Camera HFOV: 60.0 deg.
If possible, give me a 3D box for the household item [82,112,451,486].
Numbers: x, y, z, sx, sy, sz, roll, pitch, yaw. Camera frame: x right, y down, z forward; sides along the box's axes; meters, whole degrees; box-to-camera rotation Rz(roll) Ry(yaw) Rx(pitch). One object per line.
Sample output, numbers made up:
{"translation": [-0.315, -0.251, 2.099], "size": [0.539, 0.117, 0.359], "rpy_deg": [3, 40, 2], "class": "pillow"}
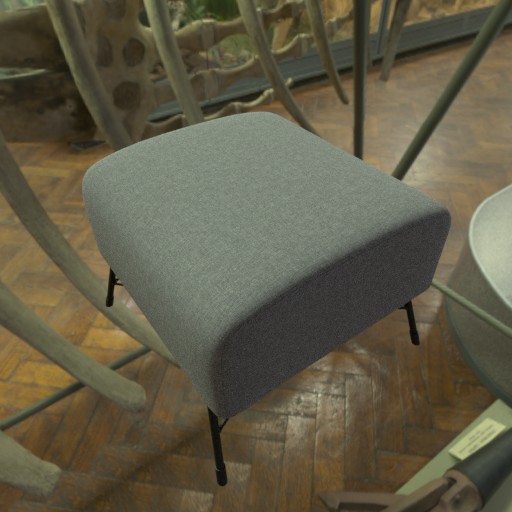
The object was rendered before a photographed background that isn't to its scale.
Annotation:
{"translation": [0.000, 0.000, 0.903], "size": [0.530, 0.410, 0.530], "rpy_deg": [-25, 47, -26], "class": "household item"}
